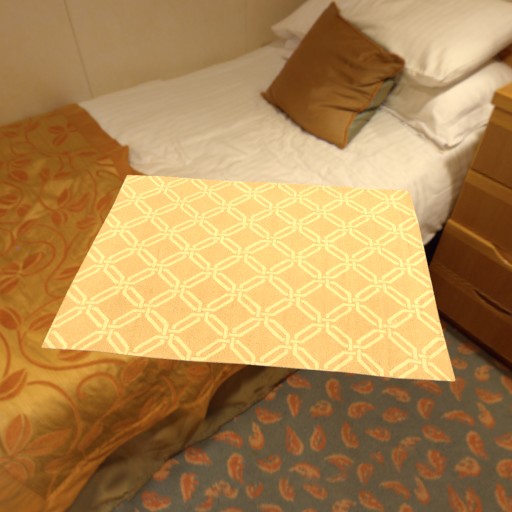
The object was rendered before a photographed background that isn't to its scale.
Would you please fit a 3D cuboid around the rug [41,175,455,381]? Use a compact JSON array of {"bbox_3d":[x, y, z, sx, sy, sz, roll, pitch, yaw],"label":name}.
[{"bbox_3d":[0.000,0.000,4.388,3.365,0.020,2.452,4,46,4],"label":"rug"}]
